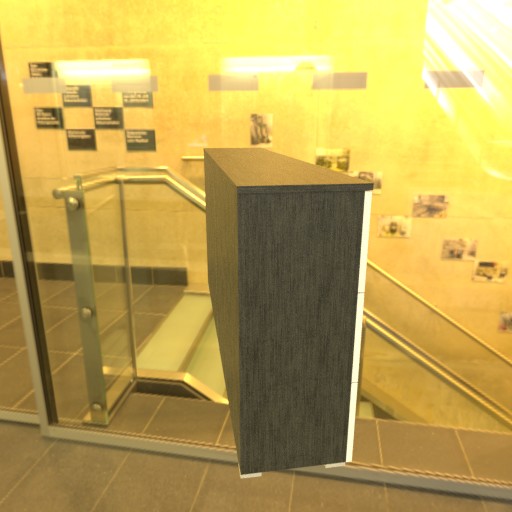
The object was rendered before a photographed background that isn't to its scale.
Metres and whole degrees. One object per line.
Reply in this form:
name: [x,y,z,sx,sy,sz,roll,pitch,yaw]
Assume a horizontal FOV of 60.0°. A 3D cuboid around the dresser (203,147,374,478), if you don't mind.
dresser: [0.000,0.000,1.834,0.333,0.790,1.535,-3,17,-9]
